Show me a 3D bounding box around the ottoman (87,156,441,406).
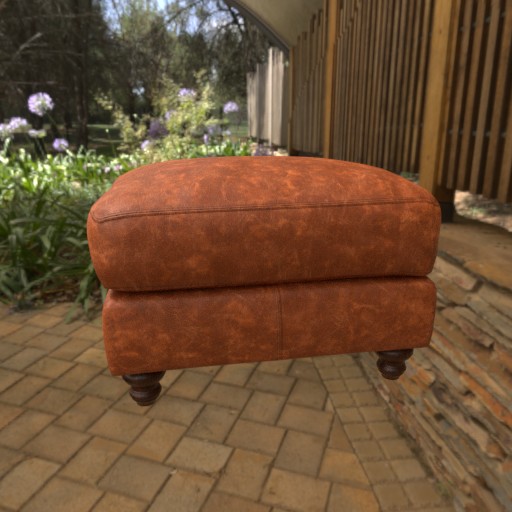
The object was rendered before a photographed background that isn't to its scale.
[{"bbox_3d":[0.000,0.000,1.279,0.832,0.562,0.657,-3,16,-10],"label":"ottoman"}]
